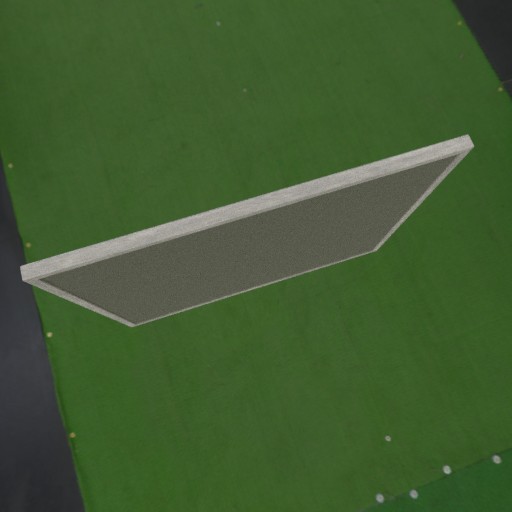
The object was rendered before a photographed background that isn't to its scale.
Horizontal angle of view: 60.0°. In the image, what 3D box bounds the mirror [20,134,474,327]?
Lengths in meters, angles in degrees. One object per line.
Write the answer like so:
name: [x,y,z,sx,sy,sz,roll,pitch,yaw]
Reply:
mirror: [0.000,0.000,1.117,0.839,0.689,0.028,-17,75,-5]
